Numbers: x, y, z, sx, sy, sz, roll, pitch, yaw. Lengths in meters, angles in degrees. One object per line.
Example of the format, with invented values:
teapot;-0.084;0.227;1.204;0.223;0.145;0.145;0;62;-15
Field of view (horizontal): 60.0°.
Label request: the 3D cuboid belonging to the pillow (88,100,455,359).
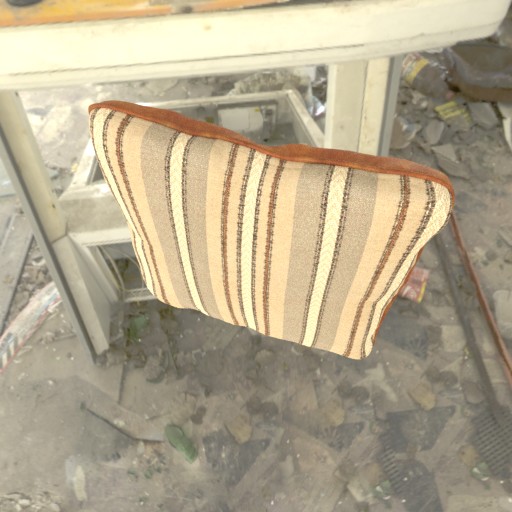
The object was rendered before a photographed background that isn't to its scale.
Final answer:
pillow;0.000;0.000;0.734;0.489;0.490;0.130;15;57;10
